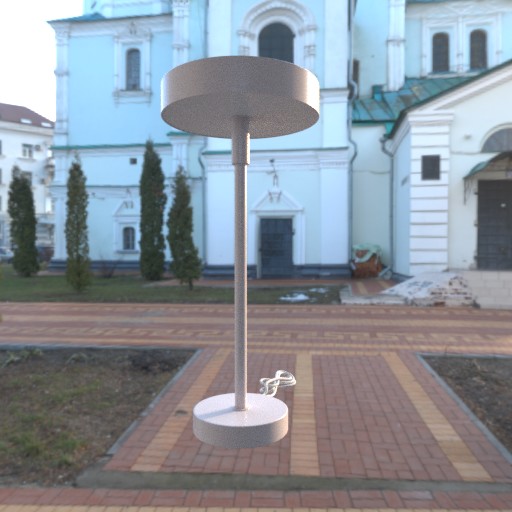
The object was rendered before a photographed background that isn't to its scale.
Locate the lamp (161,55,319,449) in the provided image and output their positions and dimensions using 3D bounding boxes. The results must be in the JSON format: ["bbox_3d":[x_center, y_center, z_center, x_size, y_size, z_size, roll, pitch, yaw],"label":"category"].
[{"bbox_3d":[0.000,0.000,0.720,0.229,0.508,0.369,0,1,19],"label":"lamp"}]
